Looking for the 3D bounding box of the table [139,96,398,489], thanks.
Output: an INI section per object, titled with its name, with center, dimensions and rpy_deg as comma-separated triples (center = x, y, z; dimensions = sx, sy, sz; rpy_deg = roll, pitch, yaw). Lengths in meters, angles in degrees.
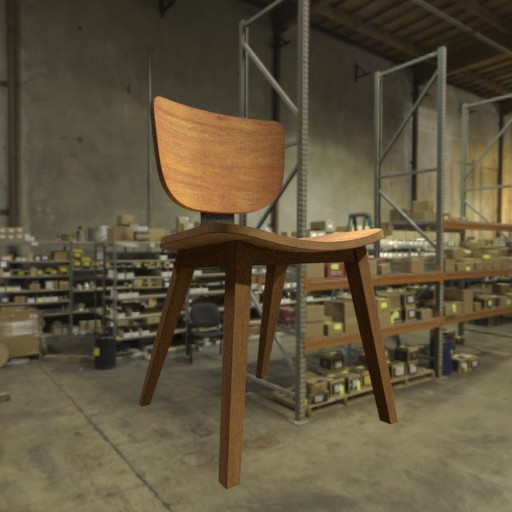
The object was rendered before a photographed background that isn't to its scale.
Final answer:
[table]
center = 0.000, 0.000, 1.116
dimensions = 0.499, 0.805, 0.500
rpy_deg = -1, 2, -37
